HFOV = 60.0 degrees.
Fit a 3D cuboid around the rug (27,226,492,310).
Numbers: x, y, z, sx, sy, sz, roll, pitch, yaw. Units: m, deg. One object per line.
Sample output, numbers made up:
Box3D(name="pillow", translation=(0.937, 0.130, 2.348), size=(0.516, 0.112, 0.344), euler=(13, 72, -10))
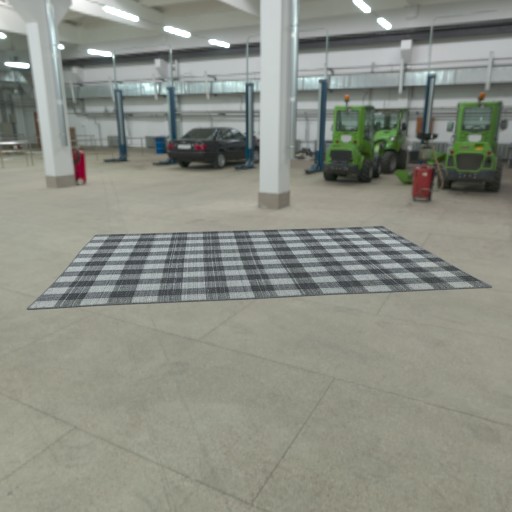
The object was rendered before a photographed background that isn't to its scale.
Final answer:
Box3D(name="rug", translation=(0.000, 0.000, 3.062), size=(2.476, 0.011, 1.554), euler=(-2, 17, -7))
